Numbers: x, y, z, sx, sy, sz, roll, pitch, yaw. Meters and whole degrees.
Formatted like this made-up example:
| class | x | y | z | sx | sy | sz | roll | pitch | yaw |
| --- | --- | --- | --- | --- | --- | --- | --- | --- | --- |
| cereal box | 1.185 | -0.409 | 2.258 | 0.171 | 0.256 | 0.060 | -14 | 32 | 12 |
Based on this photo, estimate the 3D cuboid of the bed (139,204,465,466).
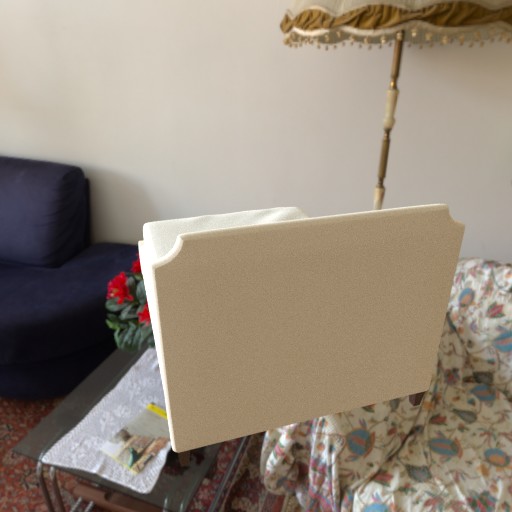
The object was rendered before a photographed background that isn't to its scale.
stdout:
| class | x | y | z | sx | sy | sz | roll | pitch | yaw |
| --- | --- | --- | --- | --- | --- | --- | --- | --- | --- |
| bed | 0.000 | 0.000 | 3.443 | 1.712 | 1.443 | 2.365 | -8 | 27 | -16 |
